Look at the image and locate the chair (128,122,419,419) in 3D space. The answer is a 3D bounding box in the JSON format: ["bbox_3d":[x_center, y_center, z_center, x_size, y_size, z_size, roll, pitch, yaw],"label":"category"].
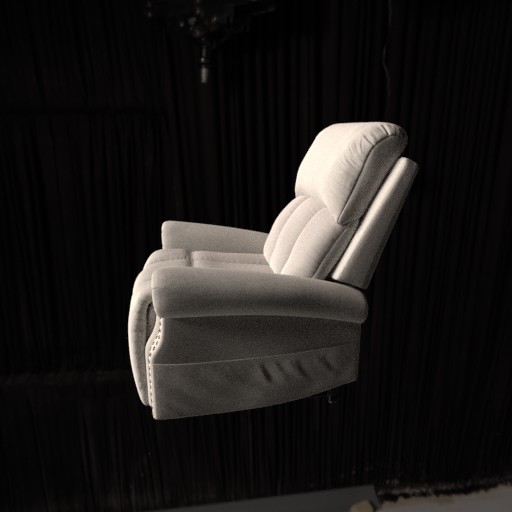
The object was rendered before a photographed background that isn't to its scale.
[{"bbox_3d":[0.000,0.000,1.788,0.979,1.031,0.871,-3,16,-9],"label":"chair"}]
